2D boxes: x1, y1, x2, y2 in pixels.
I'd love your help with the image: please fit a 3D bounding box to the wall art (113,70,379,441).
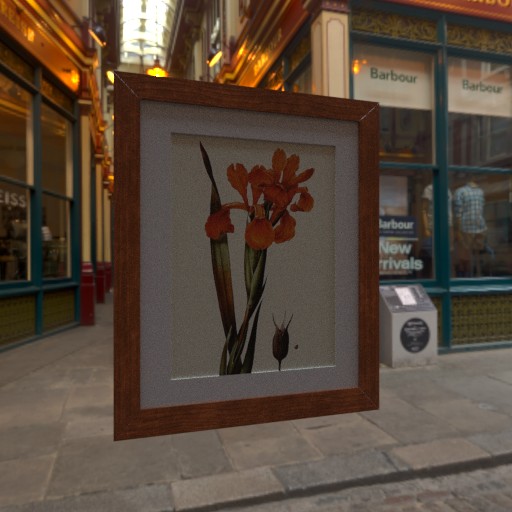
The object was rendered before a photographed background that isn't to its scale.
[{"bbox_3d":[0.000,0.000,0.763,0.467,0.567,0.033,0,0,-18],"label":"wall art"}]
